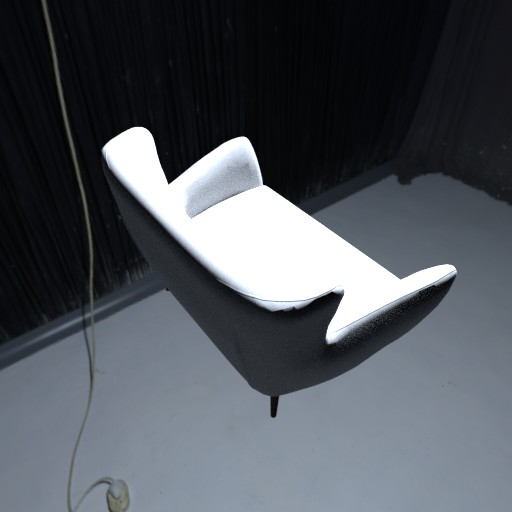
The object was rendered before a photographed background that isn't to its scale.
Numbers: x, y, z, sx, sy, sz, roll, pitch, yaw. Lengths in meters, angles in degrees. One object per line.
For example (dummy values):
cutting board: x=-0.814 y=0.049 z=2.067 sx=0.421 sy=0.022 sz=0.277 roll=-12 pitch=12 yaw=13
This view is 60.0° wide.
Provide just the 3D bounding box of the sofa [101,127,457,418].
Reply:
sofa: x=0.000 y=0.000 z=2.009 sx=0.921 sy=0.878 sz=1.424 roll=-26 pitch=47 yaw=-27
